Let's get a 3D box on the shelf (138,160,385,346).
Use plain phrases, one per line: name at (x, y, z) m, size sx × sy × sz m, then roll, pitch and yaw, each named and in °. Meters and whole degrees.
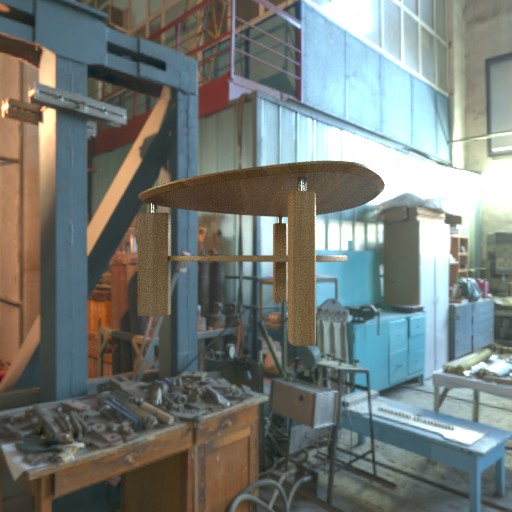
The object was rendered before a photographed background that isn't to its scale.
shelf at (0.000, 0.000, 1.641) m, size 0.863 × 0.439 × 1.240 m, roll 0°, pitch 0°, yaw 0°
